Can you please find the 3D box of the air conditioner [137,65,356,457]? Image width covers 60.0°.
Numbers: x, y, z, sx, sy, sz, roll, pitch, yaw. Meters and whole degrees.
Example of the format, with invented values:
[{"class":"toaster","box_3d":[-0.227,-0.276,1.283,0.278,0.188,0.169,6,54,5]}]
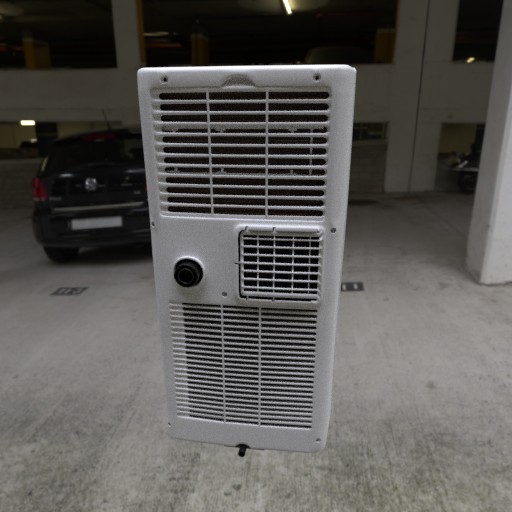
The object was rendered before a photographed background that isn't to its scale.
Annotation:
[{"class":"air conditioner","box_3d":[0.000,0.000,0.784,0.304,0.606,0.349,2,17,8]}]
